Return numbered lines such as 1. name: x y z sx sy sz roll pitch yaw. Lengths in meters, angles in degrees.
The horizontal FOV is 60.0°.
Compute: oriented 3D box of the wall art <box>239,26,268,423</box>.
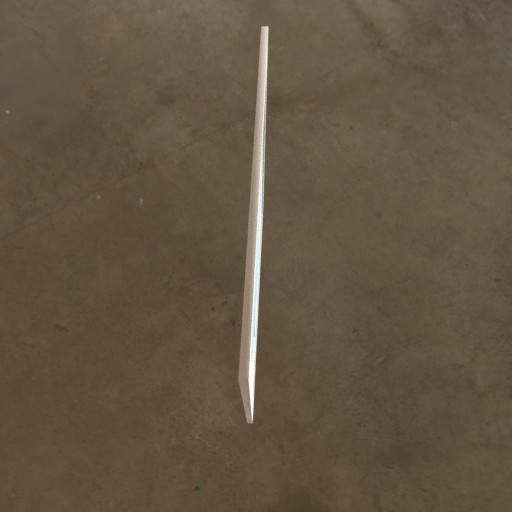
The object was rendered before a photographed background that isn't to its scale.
1. wall art: 0.000 0.000 0.887 0.013 0.584 0.584 3 65 1
